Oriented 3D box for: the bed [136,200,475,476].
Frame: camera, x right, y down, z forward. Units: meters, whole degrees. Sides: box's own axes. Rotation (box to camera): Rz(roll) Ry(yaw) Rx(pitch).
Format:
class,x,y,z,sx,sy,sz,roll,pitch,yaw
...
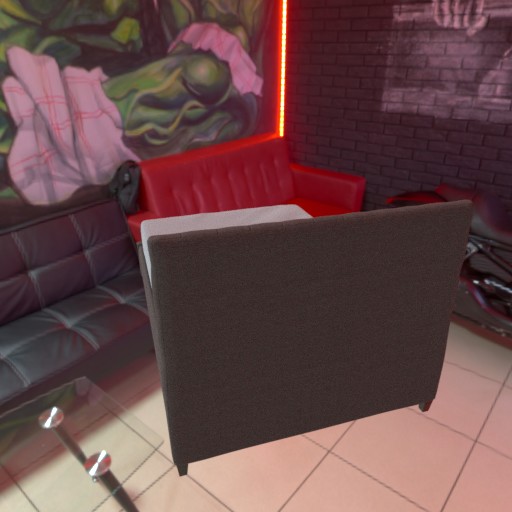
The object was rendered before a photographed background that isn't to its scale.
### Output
class,x,y,z,sx,sy,sz,roll,pitch,yaw
bed,0.000,0.000,3.382,1.698,1.427,2.387,-8,26,-16
